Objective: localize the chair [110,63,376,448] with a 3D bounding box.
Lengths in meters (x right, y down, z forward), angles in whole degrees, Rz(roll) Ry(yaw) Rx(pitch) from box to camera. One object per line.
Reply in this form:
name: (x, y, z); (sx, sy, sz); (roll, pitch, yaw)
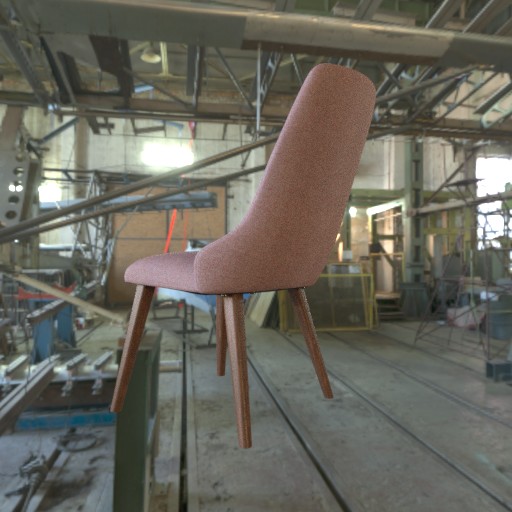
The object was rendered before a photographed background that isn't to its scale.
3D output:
chair: (0.000, 0.000, 1.334); (0.707, 0.918, 0.535); (0, -1, 35)
